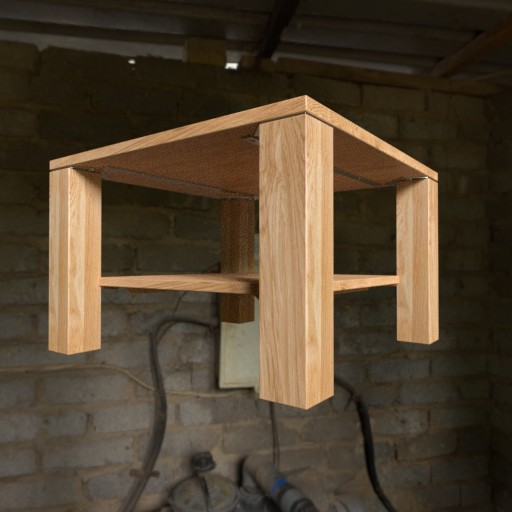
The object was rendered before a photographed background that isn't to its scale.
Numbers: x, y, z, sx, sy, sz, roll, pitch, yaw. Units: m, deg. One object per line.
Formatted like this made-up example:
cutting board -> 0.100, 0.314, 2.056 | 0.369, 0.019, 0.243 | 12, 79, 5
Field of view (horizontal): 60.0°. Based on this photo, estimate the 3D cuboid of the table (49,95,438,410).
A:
table -> 0.000, 0.000, 1.120 | 0.700, 0.450, 0.700 | 0, -1, 37
